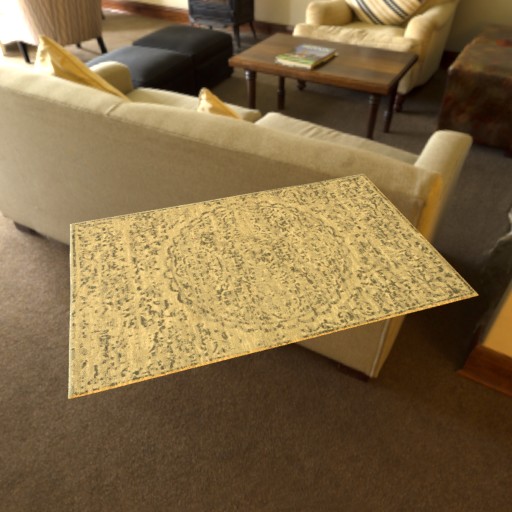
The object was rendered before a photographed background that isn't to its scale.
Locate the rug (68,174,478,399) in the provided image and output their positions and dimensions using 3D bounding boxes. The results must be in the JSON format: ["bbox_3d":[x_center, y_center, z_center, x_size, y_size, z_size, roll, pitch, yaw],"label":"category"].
[{"bbox_3d":[0.000,0.000,3.049,2.447,0.021,1.527,-12,43,-13],"label":"rug"}]
